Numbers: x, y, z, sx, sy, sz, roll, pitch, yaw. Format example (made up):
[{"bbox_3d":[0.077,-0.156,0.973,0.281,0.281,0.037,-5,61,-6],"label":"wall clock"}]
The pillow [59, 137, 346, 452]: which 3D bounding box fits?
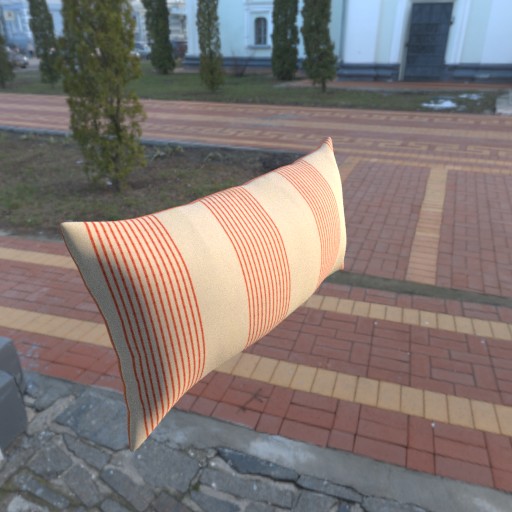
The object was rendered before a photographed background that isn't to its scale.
[{"bbox_3d":[0.000,0.000,0.722,0.156,0.292,0.608,17,30,31],"label":"pillow"}]
